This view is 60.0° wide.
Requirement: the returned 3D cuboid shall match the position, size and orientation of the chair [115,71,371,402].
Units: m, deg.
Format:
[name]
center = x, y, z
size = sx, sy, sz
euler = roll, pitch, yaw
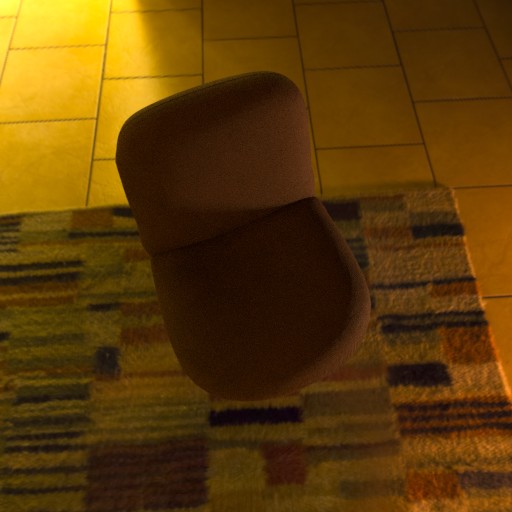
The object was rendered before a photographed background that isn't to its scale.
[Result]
[chair]
center = 0.000, 0.000, 1.038
size = 0.521, 0.594, 0.597
euler = -22, 66, -10
